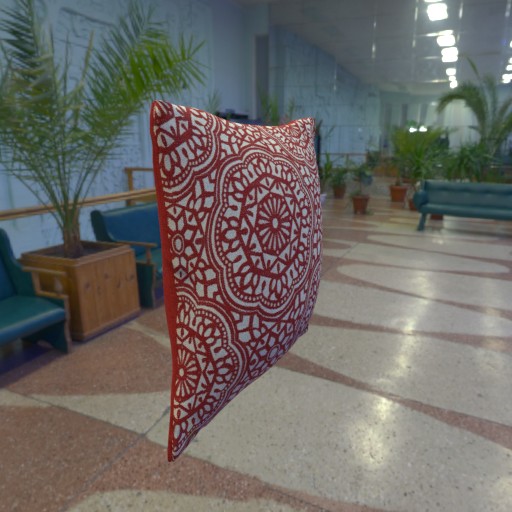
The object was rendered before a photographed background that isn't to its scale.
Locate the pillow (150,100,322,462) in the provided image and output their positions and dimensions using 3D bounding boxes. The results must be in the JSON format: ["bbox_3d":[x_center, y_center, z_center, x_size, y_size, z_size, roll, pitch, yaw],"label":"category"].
[{"bbox_3d":[0.000,0.000,0.671,0.162,0.419,0.438,8,17,27],"label":"pillow"}]
